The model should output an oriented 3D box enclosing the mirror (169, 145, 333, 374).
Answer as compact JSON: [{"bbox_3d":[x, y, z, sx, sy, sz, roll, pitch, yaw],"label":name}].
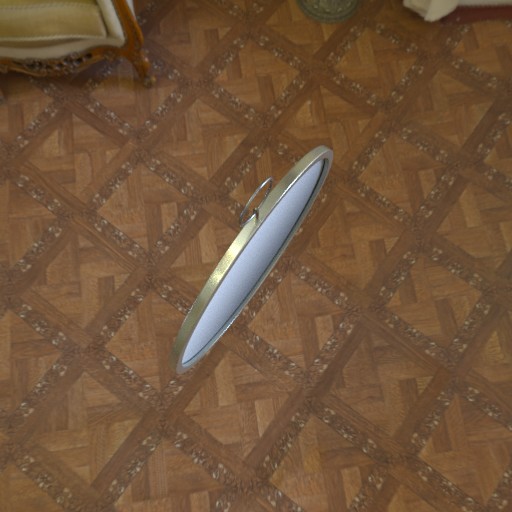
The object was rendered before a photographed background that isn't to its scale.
[{"bbox_3d":[0.000,0.000,0.956,0.020,0.713,0.594,35,78,8],"label":"mirror"}]
